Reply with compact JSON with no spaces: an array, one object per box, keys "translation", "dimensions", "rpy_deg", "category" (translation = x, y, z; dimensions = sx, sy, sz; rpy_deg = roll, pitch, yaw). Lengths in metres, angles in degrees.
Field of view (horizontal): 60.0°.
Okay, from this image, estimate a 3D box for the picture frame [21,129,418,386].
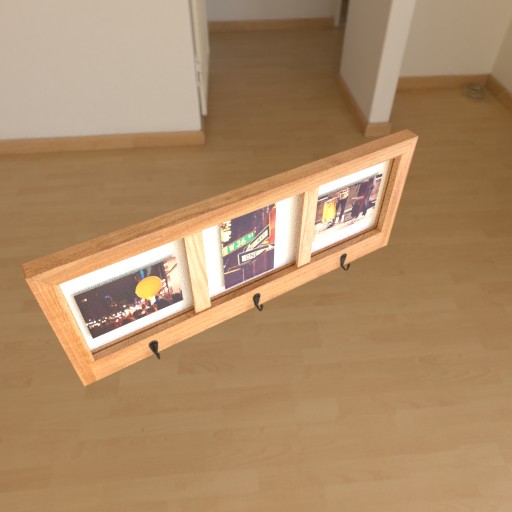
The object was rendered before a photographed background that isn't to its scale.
[{"translation":[0.000,0.000,0.667],"dimensions":[0.582,0.234,0.045],"rpy_deg":[-23,49,-21],"category":"picture frame"}]
